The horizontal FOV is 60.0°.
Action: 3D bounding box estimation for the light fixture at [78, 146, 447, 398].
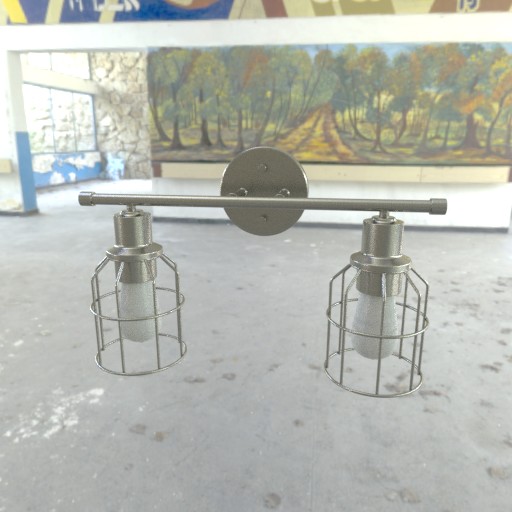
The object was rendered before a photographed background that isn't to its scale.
[{"bbox_3d":[0.000,0.000,0.534,0.406,0.254,0.165,2,15,9],"label":"light fixture"}]
